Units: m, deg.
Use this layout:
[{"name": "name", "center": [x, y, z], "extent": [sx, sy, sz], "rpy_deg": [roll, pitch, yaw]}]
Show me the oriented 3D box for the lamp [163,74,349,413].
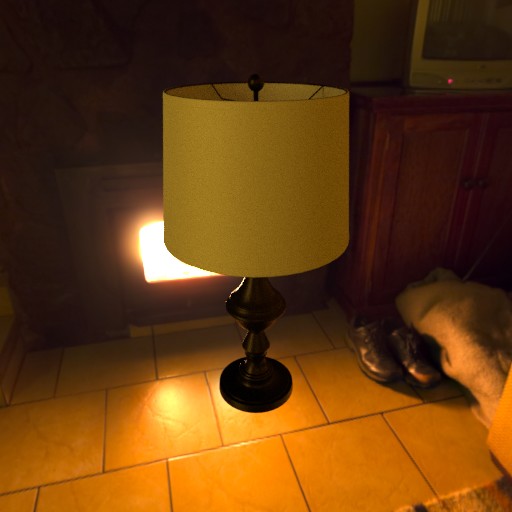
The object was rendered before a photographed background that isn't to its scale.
[{"name": "lamp", "center": [0.000, 0.000, 0.954], "extent": [0.383, 0.726, 0.383], "rpy_deg": [0, 26, 0]}]
